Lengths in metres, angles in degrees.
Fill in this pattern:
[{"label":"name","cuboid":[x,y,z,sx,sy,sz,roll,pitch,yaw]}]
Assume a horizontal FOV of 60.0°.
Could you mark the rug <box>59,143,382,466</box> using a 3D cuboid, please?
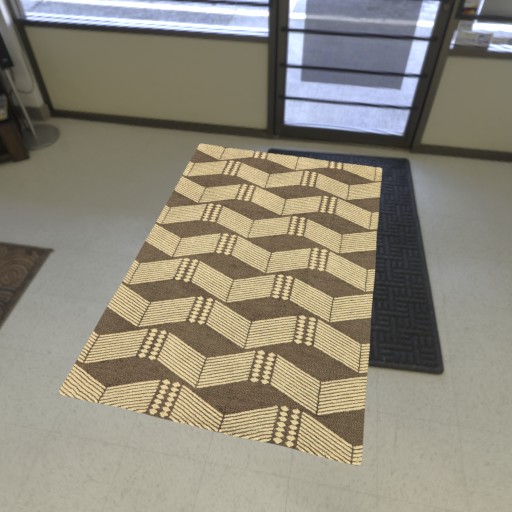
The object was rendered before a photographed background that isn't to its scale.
[{"label":"rug","cuboid":[0.000,0.000,2.292,1.210,0.016,1.833,10,48,9]}]
